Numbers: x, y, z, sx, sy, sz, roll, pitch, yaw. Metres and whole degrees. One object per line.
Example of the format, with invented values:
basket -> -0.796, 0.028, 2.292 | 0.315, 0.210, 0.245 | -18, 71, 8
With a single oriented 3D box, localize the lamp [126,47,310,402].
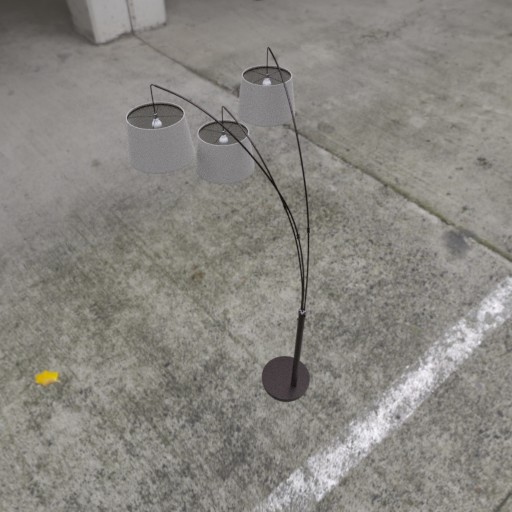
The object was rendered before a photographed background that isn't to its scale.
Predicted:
lamp -> 0.000, 0.000, 2.496 | 0.951, 1.950, 0.924 | -30, 52, -27
